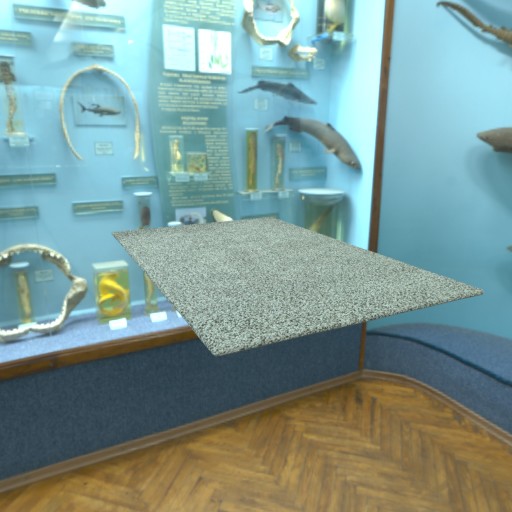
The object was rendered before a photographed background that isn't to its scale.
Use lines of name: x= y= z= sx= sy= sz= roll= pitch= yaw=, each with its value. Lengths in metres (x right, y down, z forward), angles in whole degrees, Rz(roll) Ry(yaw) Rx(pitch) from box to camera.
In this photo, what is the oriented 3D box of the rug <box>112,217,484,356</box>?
rug: x=0.000 y=0.000 z=3.513 sx=1.778 sy=0.030 sz=2.743 roll=-8 pitch=17 yaw=-26
